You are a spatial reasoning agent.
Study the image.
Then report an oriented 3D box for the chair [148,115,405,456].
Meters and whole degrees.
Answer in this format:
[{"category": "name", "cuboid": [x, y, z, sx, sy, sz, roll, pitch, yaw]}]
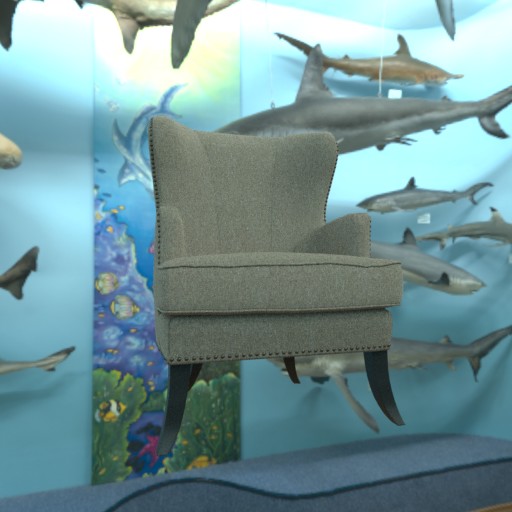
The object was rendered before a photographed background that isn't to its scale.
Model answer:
[{"category": "chair", "cuboid": [0.000, 0.000, 1.610, 0.759, 1.060, 0.758, 0, -1, -17]}]
